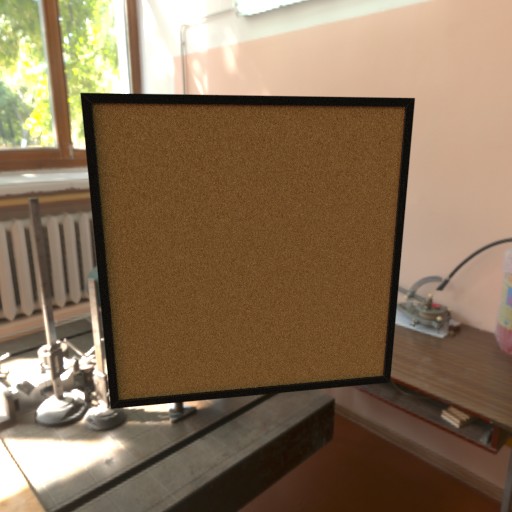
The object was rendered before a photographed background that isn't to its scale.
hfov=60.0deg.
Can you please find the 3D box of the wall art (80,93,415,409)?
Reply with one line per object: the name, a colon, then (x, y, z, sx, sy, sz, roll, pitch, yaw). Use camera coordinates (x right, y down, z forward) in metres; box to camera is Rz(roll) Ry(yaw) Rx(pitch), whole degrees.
wall art: (0.000, 0.000, 0.744, 0.506, 0.506, 0.036, -3, 15, -9)
